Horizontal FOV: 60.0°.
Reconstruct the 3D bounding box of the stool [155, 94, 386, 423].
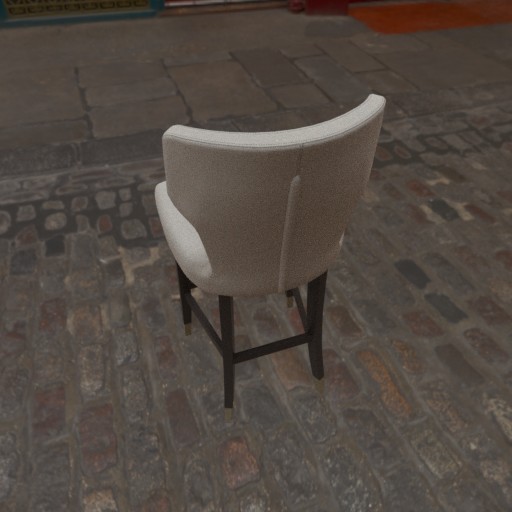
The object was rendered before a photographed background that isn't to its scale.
[{"bbox_3d":[0.000,0.000,1.407,0.526,1.092,0.563,-13,44,-14],"label":"stool"}]
